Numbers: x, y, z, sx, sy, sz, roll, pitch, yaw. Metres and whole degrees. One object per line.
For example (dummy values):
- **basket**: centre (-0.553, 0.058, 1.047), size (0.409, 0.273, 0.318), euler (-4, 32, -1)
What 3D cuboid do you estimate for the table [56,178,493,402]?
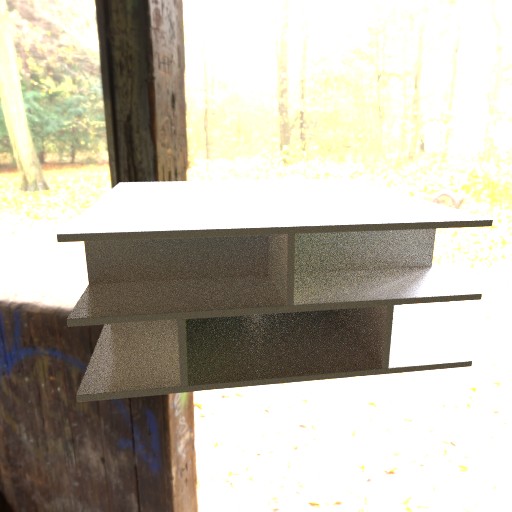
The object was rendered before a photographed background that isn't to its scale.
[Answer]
- **table**: centre (0.000, 0.000, 1.067), size (0.700, 0.289, 0.700), euler (-3, 16, -9)
